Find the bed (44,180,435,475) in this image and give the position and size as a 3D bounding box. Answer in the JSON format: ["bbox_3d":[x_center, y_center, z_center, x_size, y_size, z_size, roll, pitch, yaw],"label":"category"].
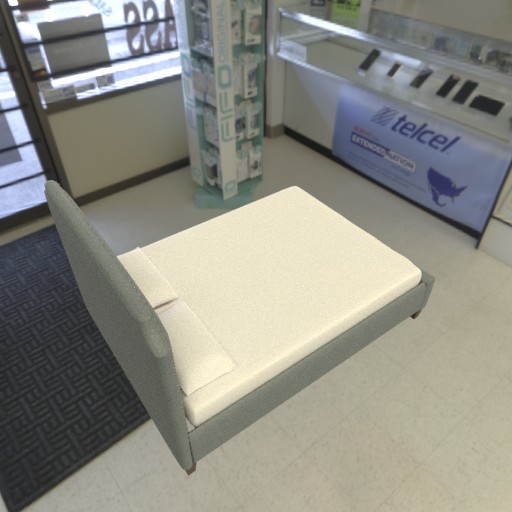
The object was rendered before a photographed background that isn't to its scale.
[{"bbox_3d":[0.000,0.000,3.371,2.372,1.443,1.712,-26,47,-26],"label":"bed"}]
